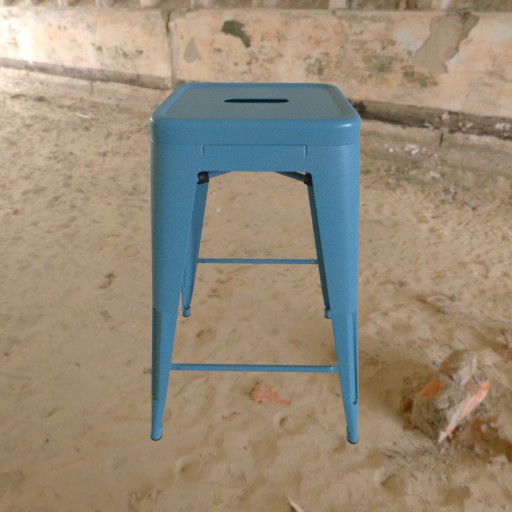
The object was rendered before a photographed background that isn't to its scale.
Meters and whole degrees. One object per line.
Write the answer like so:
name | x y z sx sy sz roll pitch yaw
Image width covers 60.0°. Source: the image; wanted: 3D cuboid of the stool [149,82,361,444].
stool | 0.000 0.000 0.888 0.410 0.608 0.410 1 30 1
